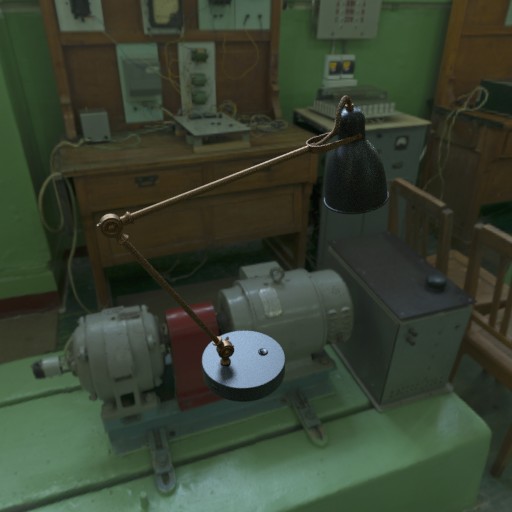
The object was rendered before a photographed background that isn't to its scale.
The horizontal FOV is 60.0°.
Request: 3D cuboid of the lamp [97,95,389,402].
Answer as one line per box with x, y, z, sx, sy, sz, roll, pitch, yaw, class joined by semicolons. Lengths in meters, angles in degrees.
0.000;0.000;0.874;0.561;0.587;0.187;-11;32;-18;lamp
